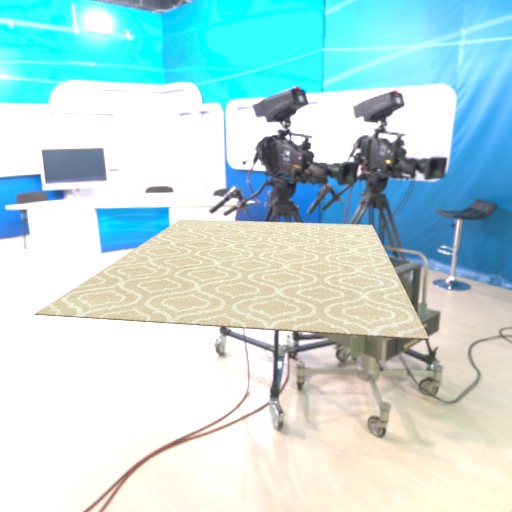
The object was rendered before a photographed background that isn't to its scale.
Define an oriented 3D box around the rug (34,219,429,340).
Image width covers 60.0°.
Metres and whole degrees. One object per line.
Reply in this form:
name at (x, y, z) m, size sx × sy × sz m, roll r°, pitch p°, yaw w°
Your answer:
rug at (0.000, 0.000, 3.889) m, size 2.286 × 0.013 × 2.894 m, roll 2°, pitch 16°, yaw 8°
